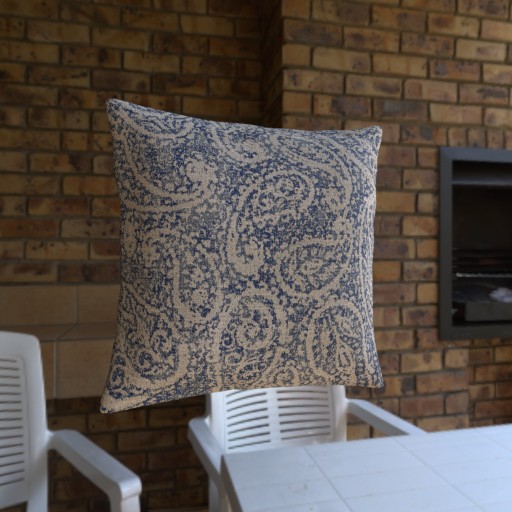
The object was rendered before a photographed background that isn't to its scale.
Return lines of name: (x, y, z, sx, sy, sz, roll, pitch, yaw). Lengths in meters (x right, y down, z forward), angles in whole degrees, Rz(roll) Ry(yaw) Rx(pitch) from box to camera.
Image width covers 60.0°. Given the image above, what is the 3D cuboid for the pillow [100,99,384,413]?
pillow: (0.000, 0.000, 0.789, 0.523, 0.510, 0.166, 0, 0, -18)
